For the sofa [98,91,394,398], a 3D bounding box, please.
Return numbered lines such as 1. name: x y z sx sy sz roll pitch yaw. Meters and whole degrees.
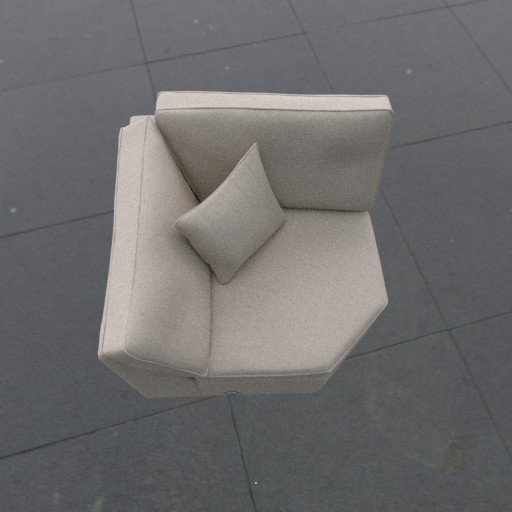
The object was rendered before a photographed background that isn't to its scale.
1. sofa: 0.000 0.000 1.860 1.042 0.937 1.050 -1 63 0
